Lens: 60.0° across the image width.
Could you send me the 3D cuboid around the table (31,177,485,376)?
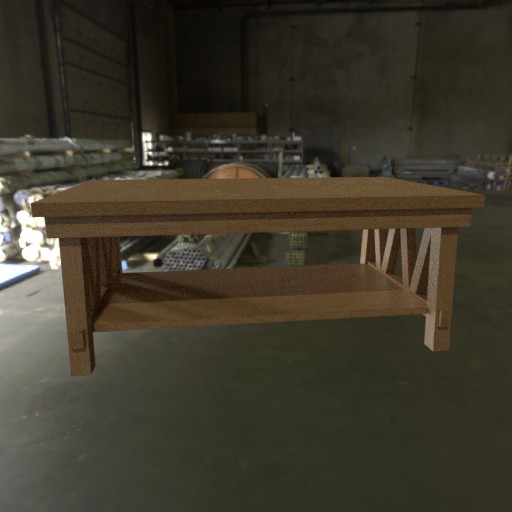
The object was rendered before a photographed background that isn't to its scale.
[{"bbox_3d":[0.000,0.000,1.628,1.270,0.507,0.711,-2,15,-8],"label":"table"}]
